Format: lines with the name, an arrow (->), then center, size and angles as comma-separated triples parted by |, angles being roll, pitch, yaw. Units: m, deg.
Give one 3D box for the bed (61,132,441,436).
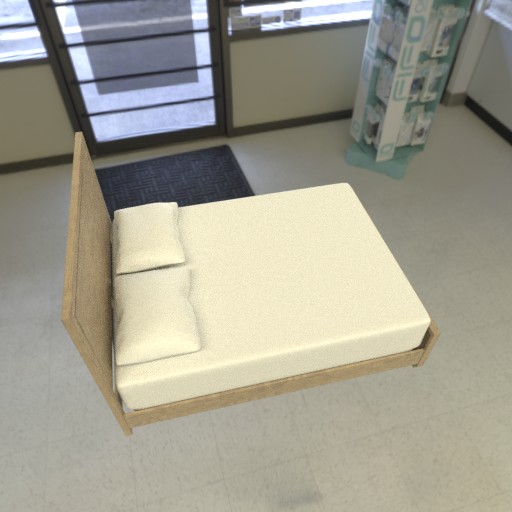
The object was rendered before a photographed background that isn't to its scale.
bed -> 0.000, 0.000, 3.208 | 2.189, 1.369, 1.606 | -10, 48, -9
